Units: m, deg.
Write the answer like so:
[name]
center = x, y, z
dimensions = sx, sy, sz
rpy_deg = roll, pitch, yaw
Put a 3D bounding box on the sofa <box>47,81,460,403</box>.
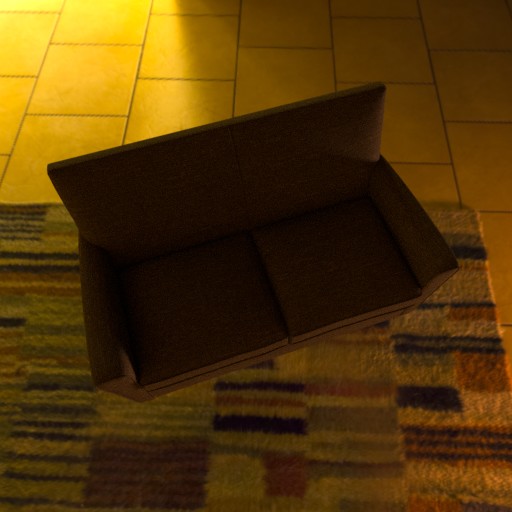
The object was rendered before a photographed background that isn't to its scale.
[sofa]
center = 0.000, 0.000, 2.029
dimensions = 1.509, 0.905, 0.867
rpy_deg = -17, 65, -8
